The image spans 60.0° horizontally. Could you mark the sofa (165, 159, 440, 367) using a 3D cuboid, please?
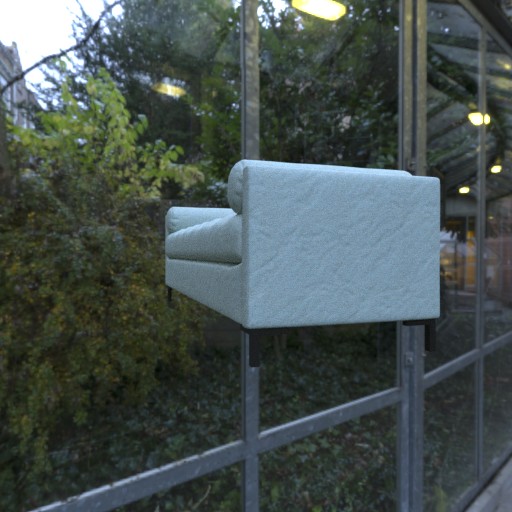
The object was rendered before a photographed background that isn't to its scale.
[{"bbox_3d":[0.000,0.000,2.526,0.796,0.705,2.102,0,0,-19],"label":"sofa"}]
